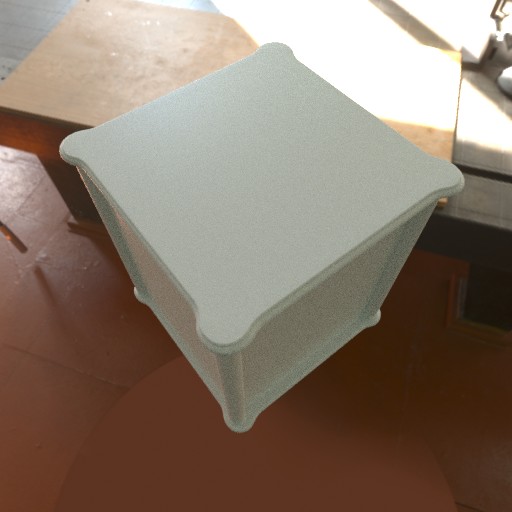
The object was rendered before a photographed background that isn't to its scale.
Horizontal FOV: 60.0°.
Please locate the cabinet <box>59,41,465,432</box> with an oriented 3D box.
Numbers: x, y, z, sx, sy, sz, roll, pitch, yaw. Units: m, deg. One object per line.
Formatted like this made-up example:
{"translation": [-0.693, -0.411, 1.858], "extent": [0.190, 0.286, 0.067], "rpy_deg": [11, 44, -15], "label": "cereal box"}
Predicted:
{"translation": [0.000, 0.000, 1.235], "extent": [0.627, 0.761, 0.628], "rpy_deg": [-33, 64, -19], "label": "cabinet"}
